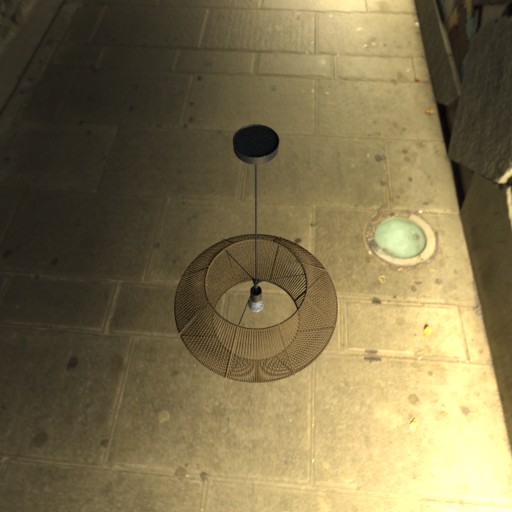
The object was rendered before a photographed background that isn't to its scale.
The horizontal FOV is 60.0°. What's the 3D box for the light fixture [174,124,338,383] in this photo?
[{"bbox_3d":[0.000,0.000,1.444,0.643,1.009,0.643,0,58,0],"label":"light fixture"}]
